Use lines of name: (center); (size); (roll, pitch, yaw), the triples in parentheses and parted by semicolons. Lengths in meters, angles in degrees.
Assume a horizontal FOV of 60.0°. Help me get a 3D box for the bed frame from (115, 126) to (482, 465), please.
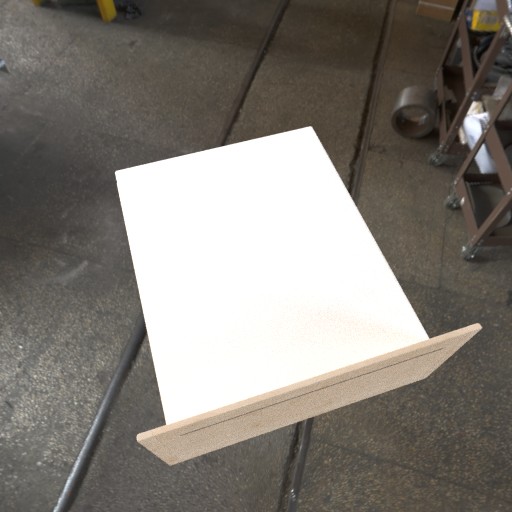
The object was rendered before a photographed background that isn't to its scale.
bed frame: (0.000, 0.000, 3.056); (1.800, 0.900, 2.080); (-15, 60, -9)
